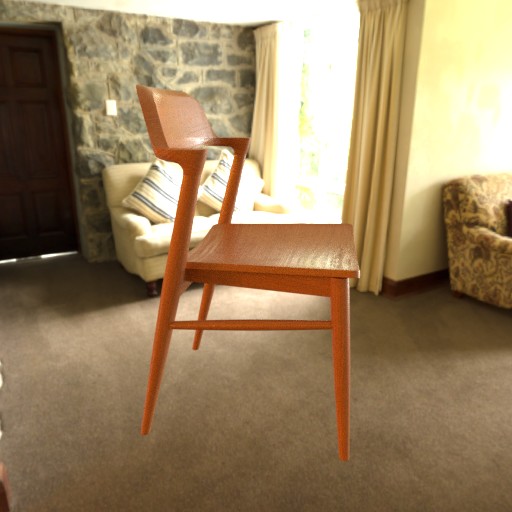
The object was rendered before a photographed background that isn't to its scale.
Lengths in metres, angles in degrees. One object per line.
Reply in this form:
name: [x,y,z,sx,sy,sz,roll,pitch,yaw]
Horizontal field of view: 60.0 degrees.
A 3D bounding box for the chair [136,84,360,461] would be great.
chair: [0.000,0.000,1.118,0.499,0.801,0.496,3,18,9]
